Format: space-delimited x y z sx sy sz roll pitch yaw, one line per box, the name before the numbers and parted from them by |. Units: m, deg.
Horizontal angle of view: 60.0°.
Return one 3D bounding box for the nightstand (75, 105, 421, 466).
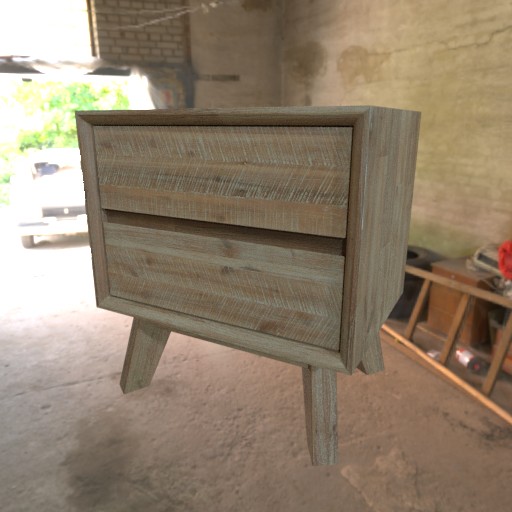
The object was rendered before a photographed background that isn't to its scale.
nightstand | 0.000 0.000 0.947 0.552 0.589 0.396 9 19 27
